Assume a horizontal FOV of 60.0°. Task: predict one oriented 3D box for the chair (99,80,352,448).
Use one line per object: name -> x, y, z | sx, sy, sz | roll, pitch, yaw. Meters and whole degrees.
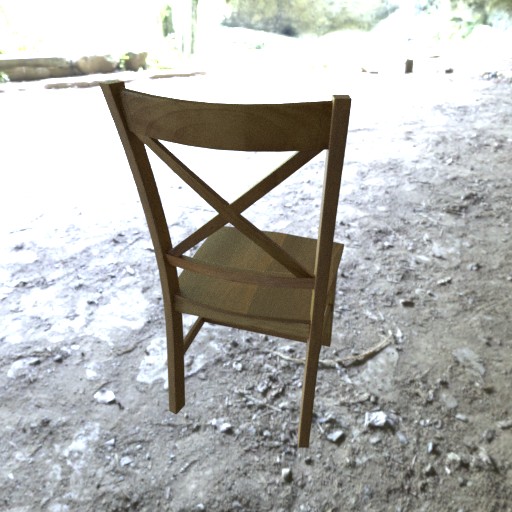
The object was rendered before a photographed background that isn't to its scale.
chair -> 0.000, 0.000, 1.252 | 0.485, 0.983, 0.542 | 9, 32, 15
